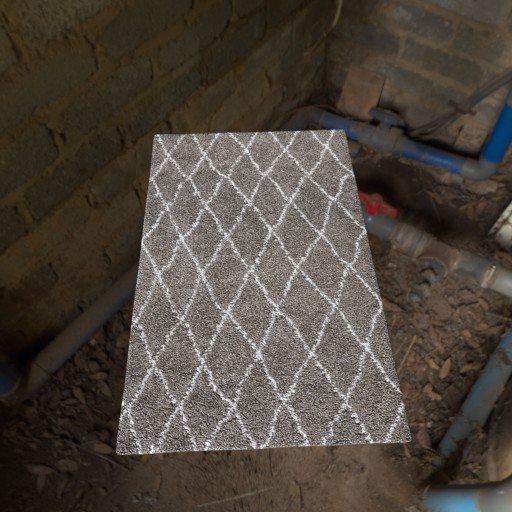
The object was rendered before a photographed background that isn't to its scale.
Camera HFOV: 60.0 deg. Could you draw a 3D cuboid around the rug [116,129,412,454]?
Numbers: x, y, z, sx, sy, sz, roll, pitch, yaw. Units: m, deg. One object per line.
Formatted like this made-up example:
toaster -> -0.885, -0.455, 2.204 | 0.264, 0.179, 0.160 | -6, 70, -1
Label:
rug -> 0.000, 0.000, 3.395 | 1.778, 0.030, 2.743 | -2, 57, -1
